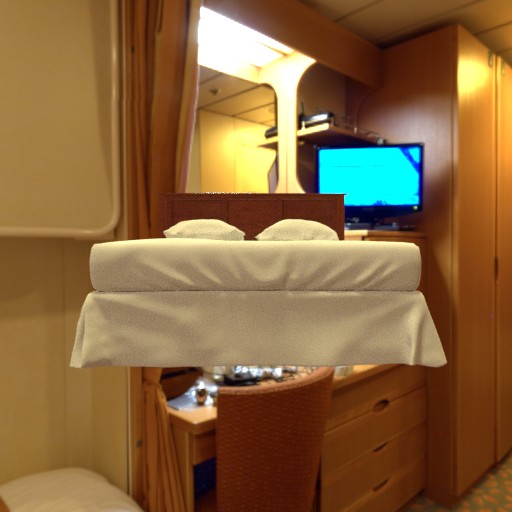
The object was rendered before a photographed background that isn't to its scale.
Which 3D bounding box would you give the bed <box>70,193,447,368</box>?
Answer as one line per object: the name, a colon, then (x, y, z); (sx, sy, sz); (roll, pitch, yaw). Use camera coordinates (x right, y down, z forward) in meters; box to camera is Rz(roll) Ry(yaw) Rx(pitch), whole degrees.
bed: (0.000, 0.000, 3.587); (2.314, 1.271, 2.219); (0, 1, -1)
